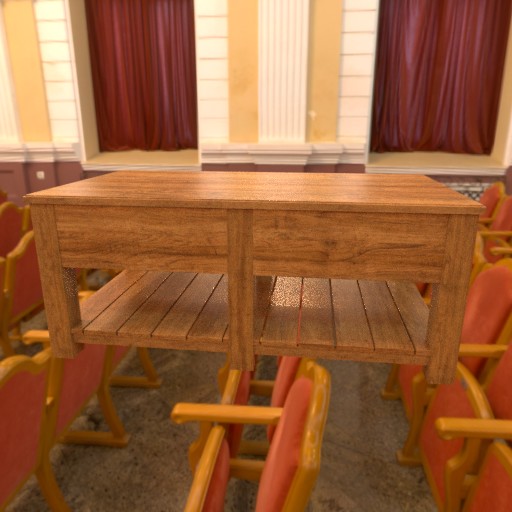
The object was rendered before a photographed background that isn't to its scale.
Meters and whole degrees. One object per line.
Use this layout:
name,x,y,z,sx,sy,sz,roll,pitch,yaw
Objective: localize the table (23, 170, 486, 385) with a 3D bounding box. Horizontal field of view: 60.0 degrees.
table,0.000,0.000,1.459,1.150,0.480,0.635,2,17,7
